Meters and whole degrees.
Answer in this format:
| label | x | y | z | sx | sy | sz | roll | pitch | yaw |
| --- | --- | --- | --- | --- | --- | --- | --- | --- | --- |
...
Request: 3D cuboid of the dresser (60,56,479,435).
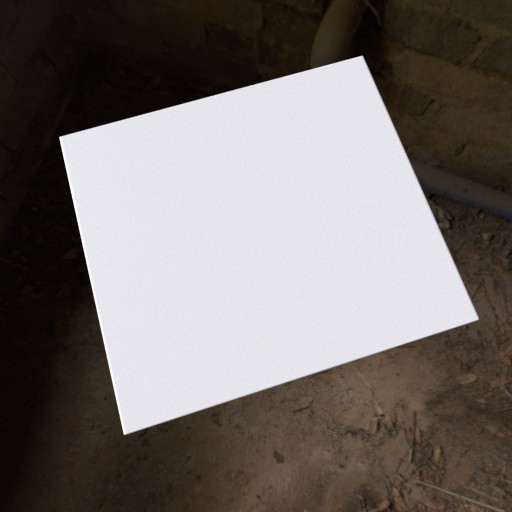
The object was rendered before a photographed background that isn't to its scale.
| label | x | y | z | sx | sy | sz | roll | pitch | yaw |
| --- | --- | --- | --- | --- | --- | --- | --- | --- | --- |
| dresser | 0.000 | 0.000 | 0.730 | 0.430 | 0.360 | 0.400 | -17 | 75 | -4 |
